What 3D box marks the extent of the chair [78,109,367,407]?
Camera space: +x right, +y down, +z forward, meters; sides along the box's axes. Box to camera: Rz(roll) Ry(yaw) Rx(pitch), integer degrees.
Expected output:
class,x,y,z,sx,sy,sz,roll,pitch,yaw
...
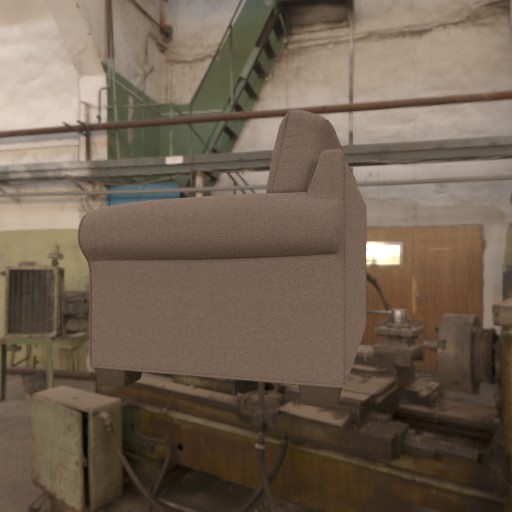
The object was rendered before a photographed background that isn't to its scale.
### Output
class,x,y,z,sx,sy,sz,roll,pitch,yaw
chair,0.000,0.000,2.041,0.930,0.930,1.390,0,0,17
